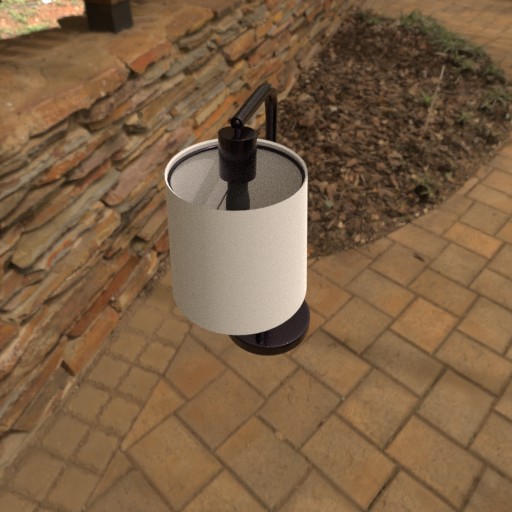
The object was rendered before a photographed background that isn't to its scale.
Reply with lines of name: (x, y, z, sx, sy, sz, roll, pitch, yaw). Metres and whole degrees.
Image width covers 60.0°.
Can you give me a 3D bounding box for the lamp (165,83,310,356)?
lamp: (0.000, 0.000, 0.644, 0.171, 0.489, 0.333, 10, 43, 11)
